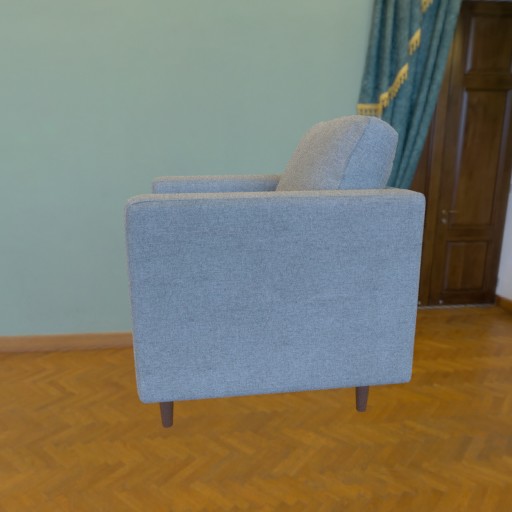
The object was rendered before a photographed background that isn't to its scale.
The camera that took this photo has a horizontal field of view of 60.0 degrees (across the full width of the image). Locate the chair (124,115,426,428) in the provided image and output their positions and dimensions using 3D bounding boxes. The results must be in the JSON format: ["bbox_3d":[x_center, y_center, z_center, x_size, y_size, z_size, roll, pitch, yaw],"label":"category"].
[{"bbox_3d":[0.000,0.000,1.549,0.800,0.927,0.855,-2,14,-7],"label":"chair"}]
